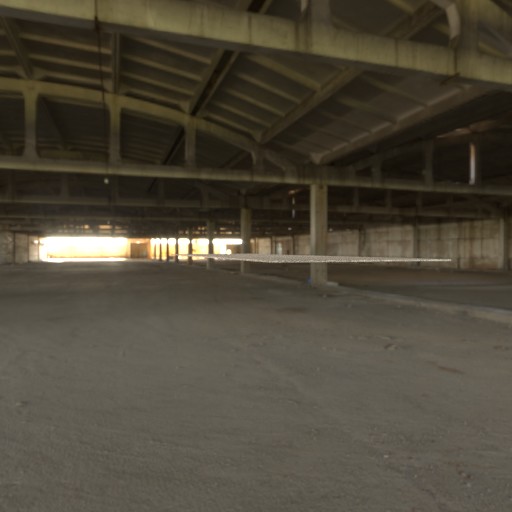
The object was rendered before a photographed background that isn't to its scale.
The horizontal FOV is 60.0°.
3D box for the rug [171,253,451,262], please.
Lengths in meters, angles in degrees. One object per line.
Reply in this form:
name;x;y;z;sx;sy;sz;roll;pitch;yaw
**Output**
rug;0.000;0.000;2.677;0.706;0.009;2.443;0;1;-18
